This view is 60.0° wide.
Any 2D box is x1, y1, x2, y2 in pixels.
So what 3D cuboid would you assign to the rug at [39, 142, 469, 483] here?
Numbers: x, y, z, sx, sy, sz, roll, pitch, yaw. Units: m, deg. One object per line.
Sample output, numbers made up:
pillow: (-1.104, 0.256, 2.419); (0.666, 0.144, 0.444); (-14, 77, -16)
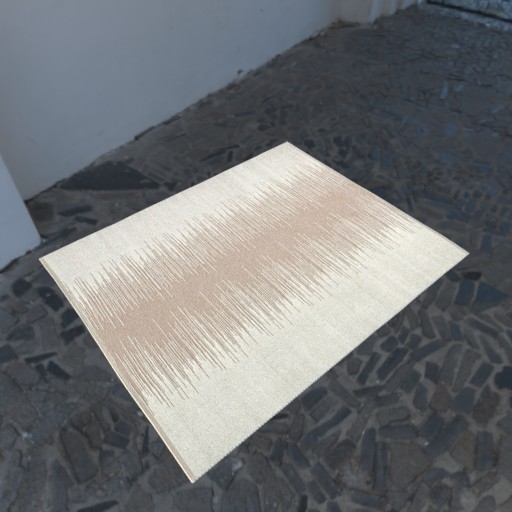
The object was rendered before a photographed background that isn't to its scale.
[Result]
rug: (0.000, 0.000, 4.004); (3.048, 0.013, 2.438); (-31, 54, -26)
